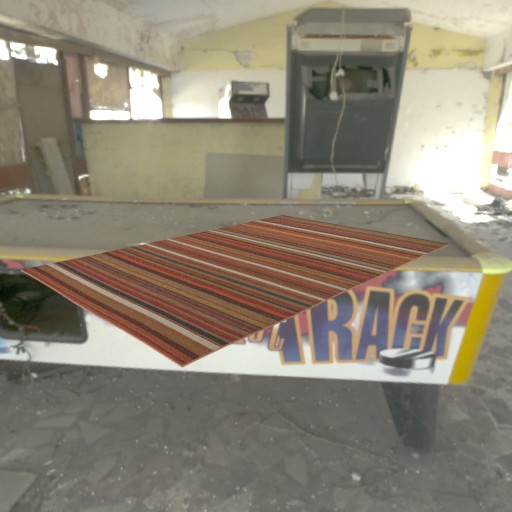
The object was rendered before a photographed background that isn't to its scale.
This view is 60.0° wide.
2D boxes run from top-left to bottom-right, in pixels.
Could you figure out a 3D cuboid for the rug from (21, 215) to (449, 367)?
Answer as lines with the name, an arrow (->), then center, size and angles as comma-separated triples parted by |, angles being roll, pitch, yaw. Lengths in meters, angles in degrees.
rug -> 0.000, 0.000, 2.239 | 1.217, 0.007, 1.828 | 15, 22, 42
